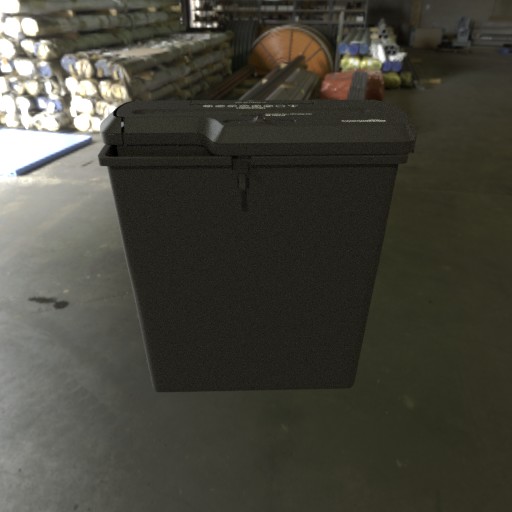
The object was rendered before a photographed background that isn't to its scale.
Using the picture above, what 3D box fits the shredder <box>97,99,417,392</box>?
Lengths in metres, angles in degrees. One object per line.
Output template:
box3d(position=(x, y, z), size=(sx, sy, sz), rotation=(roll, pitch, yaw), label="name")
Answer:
box3d(position=(0.000, 0.000, 0.519), size=(0.320, 0.335, 0.170), rotation=(-1, 30, -1), label="shredder")
